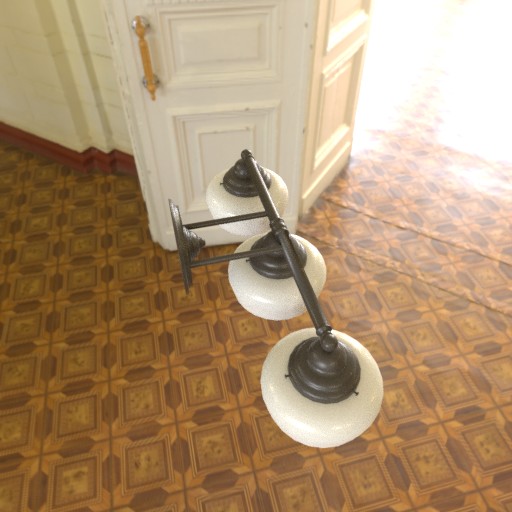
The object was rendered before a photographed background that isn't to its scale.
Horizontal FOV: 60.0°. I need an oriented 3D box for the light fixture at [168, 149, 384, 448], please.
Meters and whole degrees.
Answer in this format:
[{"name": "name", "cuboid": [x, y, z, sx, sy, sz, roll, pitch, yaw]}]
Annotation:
[{"name": "light fixture", "cuboid": [0.000, 0.000, 0.707, 0.239, 0.242, 0.587, -11, 47, -10]}]
